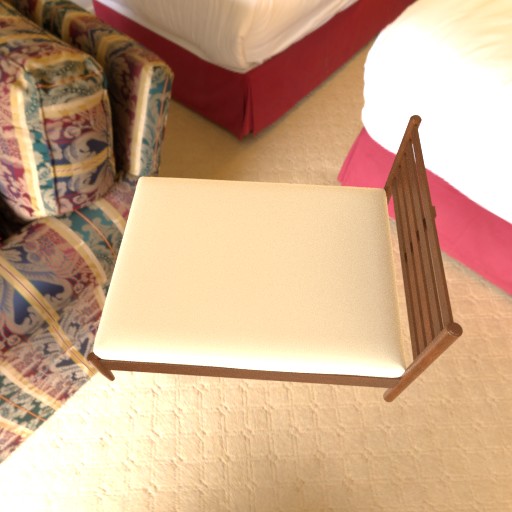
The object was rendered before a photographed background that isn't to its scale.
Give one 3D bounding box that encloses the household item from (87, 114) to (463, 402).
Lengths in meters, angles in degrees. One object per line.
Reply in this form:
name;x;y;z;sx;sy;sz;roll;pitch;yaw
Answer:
household item;0.000;0.000;3.294;2.232;1.356;1.663;3;58;2
